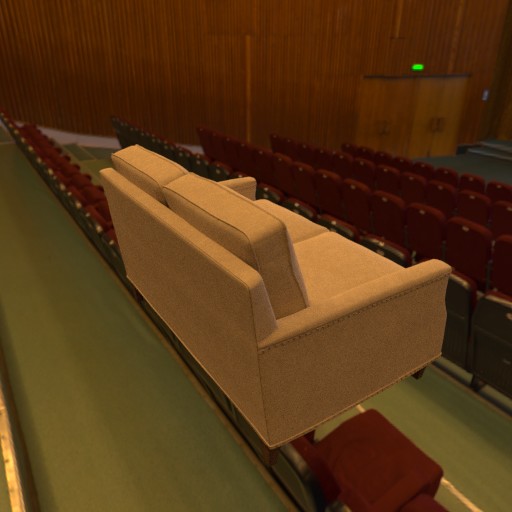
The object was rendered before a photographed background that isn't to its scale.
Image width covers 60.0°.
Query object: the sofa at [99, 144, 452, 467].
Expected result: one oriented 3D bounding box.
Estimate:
[{"bbox_3d":[0.000,0.000,2.268,1.084,1.002,1.597,-17,31,-30],"label":"sofa"}]
